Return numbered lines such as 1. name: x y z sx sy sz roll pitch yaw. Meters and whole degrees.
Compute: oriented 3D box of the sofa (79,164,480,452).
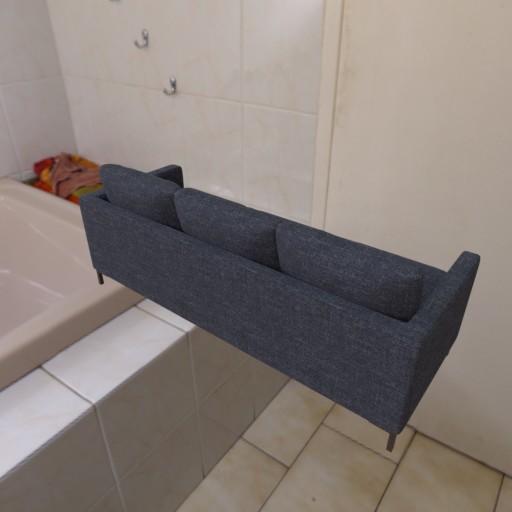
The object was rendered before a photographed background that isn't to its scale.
1. sofa: 0.000 0.000 2.615 2.218 0.874 0.859 22 37 32
